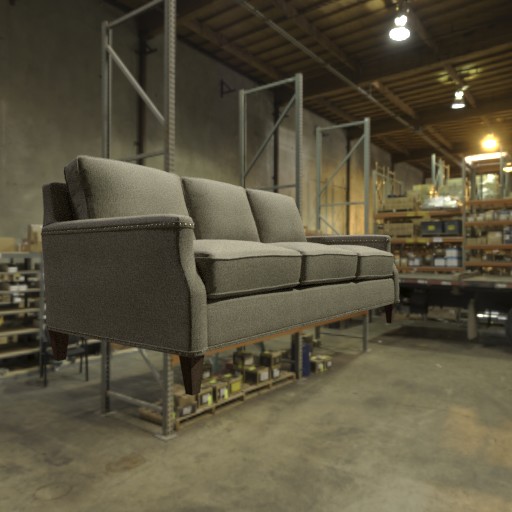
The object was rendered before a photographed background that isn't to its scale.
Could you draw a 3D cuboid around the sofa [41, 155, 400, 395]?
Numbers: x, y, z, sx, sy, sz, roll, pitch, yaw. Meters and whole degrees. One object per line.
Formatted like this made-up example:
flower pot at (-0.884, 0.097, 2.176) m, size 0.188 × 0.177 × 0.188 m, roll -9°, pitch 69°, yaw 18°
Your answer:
sofa at (0.000, 0.000, 2.750) m, size 1.084 × 1.003 × 2.246 m, roll 0°, pitch 0°, yaw 36°
